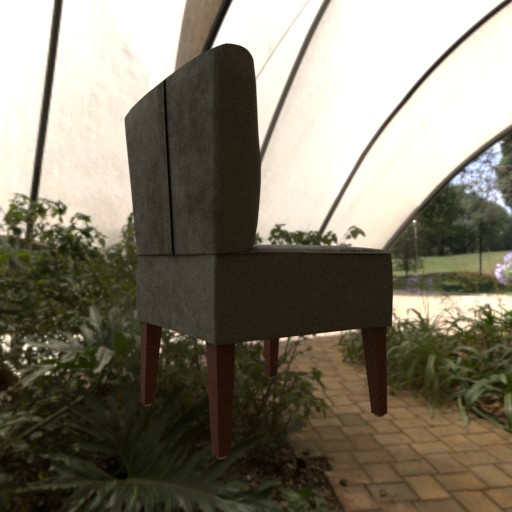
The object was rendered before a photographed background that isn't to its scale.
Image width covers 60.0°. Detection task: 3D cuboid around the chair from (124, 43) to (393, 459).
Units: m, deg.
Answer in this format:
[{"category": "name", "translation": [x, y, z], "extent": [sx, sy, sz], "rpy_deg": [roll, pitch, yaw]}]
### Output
[{"category": "chair", "translation": [0.000, 0.000, 1.166], "extent": [0.554, 0.806, 0.521], "rpy_deg": [0, 0, -35]}]
